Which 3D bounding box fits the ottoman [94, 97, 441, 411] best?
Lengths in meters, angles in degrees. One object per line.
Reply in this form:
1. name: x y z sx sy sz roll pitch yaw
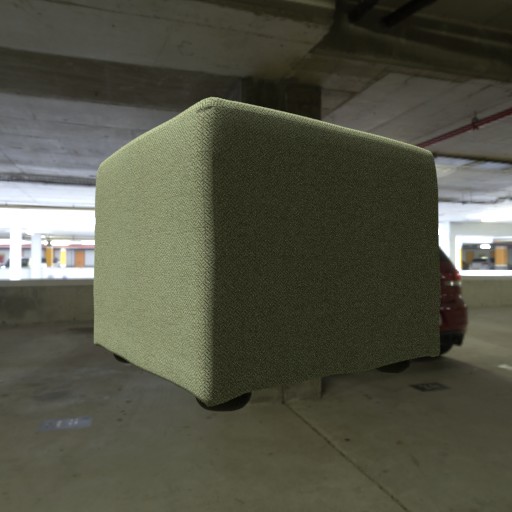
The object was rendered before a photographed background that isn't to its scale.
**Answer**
1. ottoman: 0.000 0.000 0.901 0.521 0.453 0.512 1 -1 -35
